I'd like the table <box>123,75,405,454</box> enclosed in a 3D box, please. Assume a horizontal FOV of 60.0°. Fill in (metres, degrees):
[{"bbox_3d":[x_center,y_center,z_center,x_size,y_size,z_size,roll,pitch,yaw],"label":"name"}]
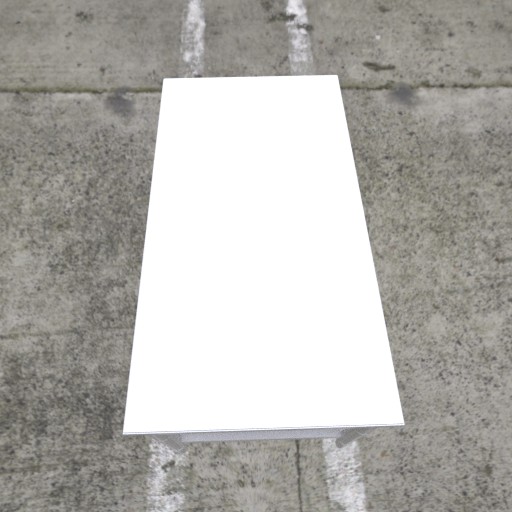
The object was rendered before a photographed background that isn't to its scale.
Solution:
[{"bbox_3d":[0.000,0.000,1.342,0.559,0.457,1.067,-2,59,-1],"label":"table"}]
